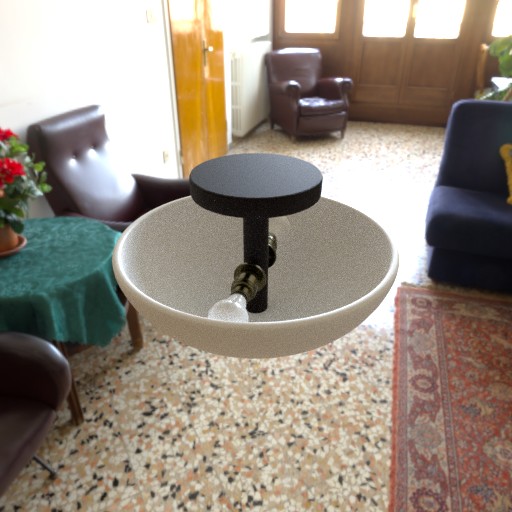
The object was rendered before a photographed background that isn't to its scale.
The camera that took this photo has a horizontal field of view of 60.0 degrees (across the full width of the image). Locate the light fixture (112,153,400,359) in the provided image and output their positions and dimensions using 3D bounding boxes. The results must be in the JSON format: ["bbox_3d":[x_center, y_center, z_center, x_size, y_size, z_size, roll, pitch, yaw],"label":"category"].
[{"bbox_3d":[0.000,0.000,0.540,0.331,0.212,0.331,0,30,0],"label":"light fixture"}]
